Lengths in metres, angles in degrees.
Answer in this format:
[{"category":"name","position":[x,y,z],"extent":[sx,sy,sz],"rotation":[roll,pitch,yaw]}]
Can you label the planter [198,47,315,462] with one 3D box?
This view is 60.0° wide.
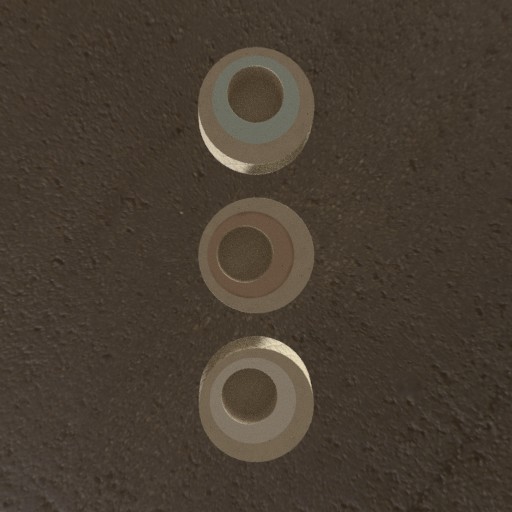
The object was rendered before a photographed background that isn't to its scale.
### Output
[{"category":"planter","position":[0.000,0.000,0.428],"extent":[0.114,0.038,0.390],"rotation":[0,91,-1]}]
